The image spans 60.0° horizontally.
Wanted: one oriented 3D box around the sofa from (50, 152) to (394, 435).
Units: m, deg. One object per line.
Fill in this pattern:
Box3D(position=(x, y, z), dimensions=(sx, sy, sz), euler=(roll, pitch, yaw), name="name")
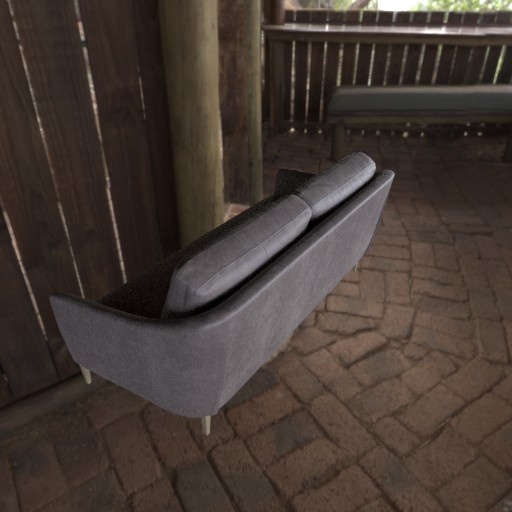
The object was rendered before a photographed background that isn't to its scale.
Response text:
Box3D(position=(0.000, 0.000, 2.589), dimensions=(0.960, 0.902, 2.036), euler=(20, 36, 29), name="sofa")
